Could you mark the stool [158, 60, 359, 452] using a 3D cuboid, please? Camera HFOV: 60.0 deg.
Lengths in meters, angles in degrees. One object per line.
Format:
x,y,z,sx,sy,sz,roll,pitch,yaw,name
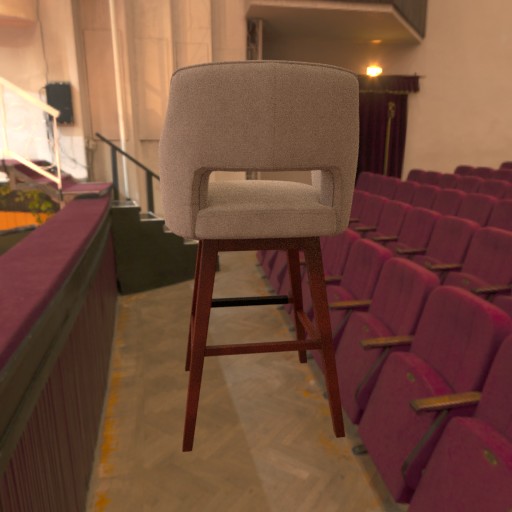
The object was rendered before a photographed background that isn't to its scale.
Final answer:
0.000,0.000,1.339,0.548,1.012,0.558,-2,15,-8,stool
